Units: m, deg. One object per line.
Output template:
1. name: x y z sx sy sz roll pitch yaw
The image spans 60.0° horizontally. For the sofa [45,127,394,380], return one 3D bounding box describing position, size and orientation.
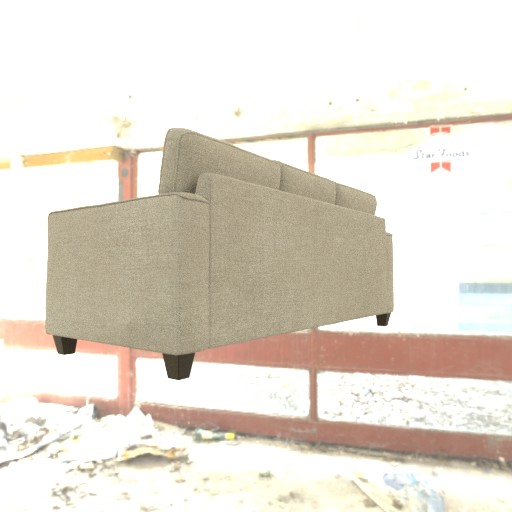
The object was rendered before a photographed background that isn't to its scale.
1. sofa: 0.000 0.000 2.656 0.939 0.965 2.133 -2 -3 37
